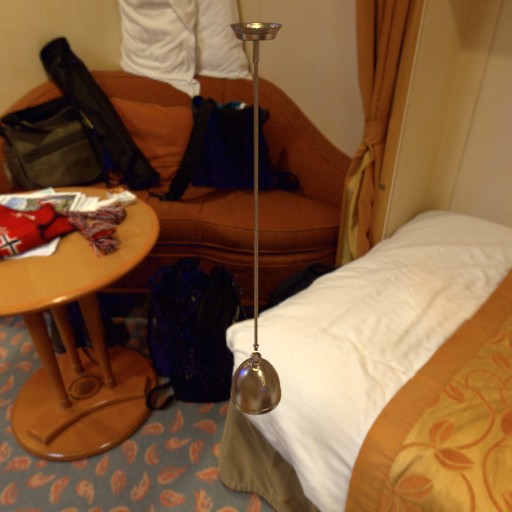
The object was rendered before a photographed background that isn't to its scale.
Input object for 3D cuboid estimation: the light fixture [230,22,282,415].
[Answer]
[{"bbox_3d":[0.000,0.000,1.474,0.211,1.367,0.217,0,33,0],"label":"light fixture"}]
